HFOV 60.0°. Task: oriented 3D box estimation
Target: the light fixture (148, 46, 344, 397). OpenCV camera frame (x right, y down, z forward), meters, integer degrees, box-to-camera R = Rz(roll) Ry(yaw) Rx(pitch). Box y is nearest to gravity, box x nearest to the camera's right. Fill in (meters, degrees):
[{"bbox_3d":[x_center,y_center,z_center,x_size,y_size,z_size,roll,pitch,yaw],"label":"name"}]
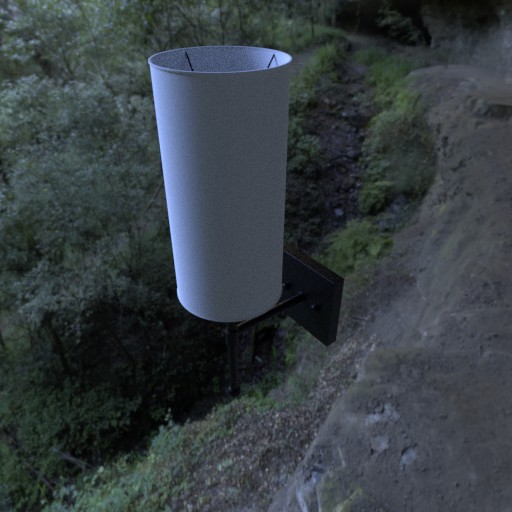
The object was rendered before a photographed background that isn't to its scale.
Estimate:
[{"bbox_3d":[0.000,0.000,0.547,0.208,0.462,0.128,-23,40,-30],"label":"light fixture"}]
